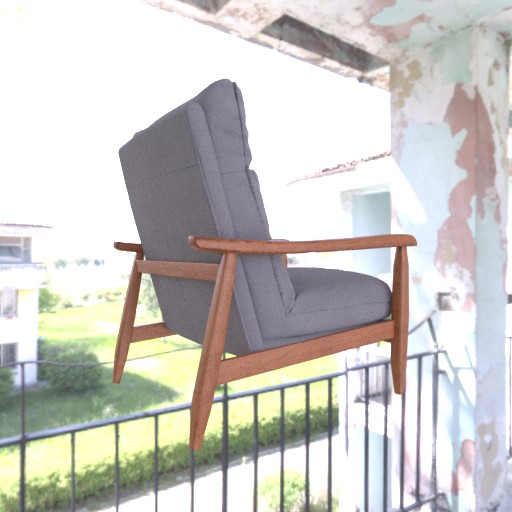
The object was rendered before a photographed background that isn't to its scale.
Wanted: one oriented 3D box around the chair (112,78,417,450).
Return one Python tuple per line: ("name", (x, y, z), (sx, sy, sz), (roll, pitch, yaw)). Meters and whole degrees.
("chair", (0.000, 0.000, 1.547), (0.816, 0.922, 0.782), (0, 1, -34))
